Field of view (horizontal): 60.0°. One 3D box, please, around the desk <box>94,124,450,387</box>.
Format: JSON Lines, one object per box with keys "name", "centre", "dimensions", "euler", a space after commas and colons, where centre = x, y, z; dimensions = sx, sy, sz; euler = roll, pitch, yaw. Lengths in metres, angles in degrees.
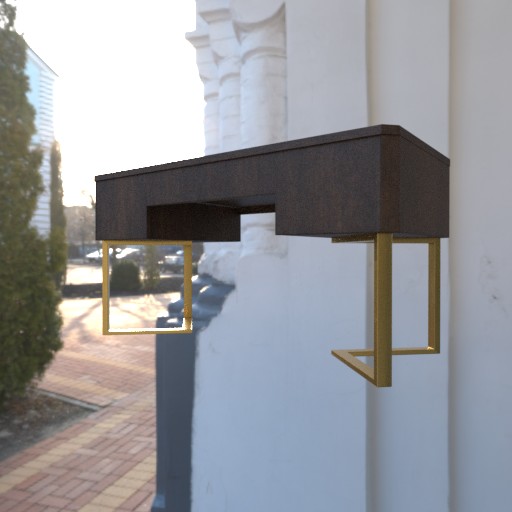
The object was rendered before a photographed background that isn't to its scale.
{"name": "desk", "centre": [0.000, 0.000, 1.957], "dimensions": [1.479, 0.762, 0.684], "euler": [0, 1, 37]}
